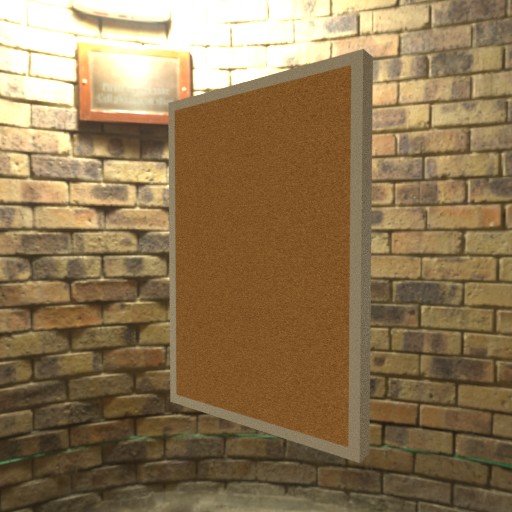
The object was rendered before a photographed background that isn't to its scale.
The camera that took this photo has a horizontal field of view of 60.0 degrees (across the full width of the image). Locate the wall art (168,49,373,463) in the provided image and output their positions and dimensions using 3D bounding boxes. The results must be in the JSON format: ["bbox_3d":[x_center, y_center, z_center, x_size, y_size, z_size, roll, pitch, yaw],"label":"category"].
[{"bbox_3d":[0.000,0.000,0.854,0.450,0.657,0.038,2,3,37],"label":"wall art"}]
